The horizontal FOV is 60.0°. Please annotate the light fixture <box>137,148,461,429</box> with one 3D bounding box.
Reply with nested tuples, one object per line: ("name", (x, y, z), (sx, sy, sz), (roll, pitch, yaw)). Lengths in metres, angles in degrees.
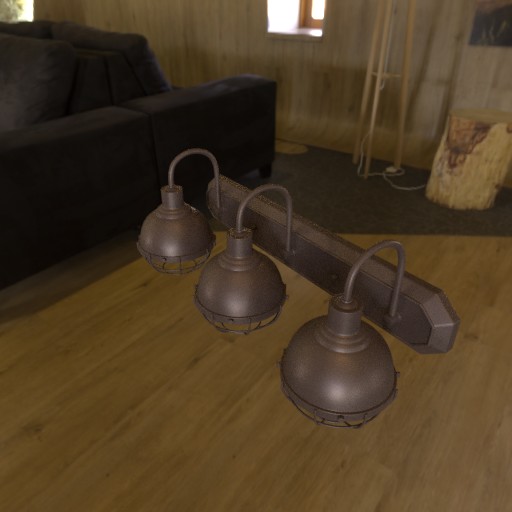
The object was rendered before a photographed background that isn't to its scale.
("light fixture", (0.000, 0.000, 0.770), (0.229, 0.254, 0.634), (-21, 37, -31))
